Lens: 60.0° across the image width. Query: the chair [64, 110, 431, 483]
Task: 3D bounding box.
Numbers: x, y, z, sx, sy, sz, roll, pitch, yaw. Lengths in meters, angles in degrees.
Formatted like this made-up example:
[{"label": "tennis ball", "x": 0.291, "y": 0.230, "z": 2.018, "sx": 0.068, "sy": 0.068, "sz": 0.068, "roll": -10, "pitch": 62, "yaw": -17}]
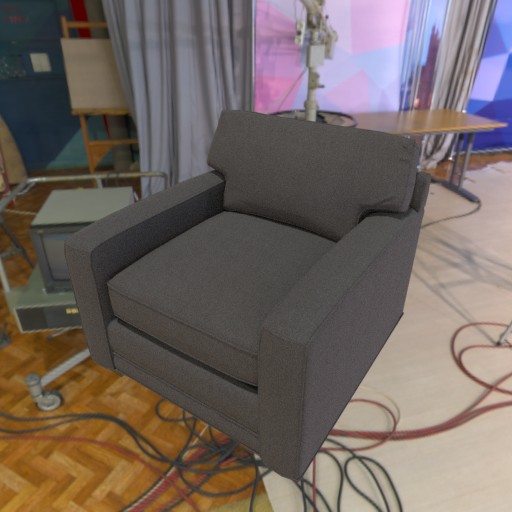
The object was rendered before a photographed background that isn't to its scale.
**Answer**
[{"label": "chair", "x": 0.000, "y": 0.000, "z": 1.764, "sx": 0.997, "sy": 0.913, "sz": 1.043, "roll": 19, "pitch": 35, "yaw": 29}]
